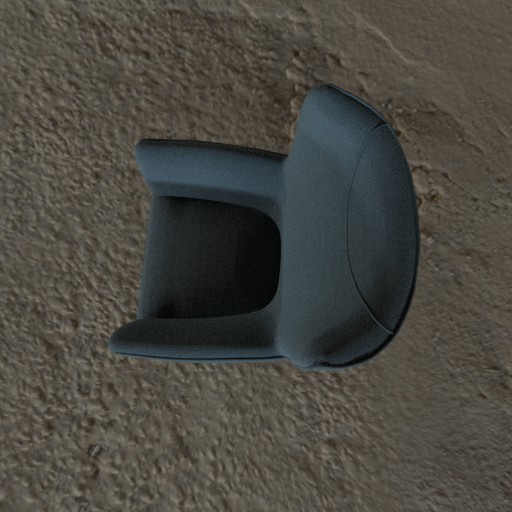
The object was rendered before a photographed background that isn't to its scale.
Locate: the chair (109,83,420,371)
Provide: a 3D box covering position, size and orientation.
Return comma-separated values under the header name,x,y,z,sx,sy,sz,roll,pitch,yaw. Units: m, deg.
name,x,y,z,sx,sy,sz,roll,pitch,yaw
chair,0.000,0.000,1.581,0.888,0.933,0.781,3,75,1
